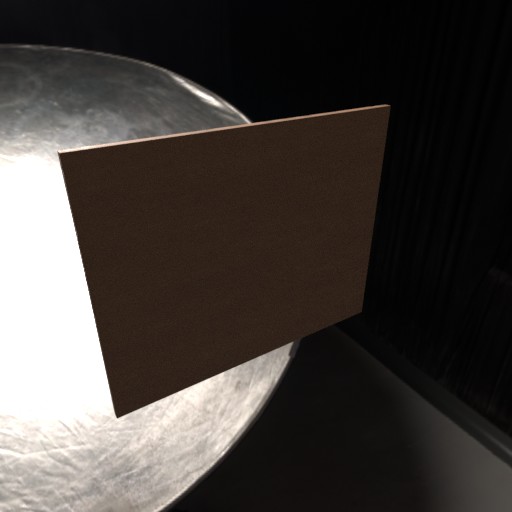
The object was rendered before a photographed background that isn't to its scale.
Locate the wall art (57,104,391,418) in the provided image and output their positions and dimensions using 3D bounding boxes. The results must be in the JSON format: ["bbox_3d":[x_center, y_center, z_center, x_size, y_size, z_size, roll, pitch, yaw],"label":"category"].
[{"bbox_3d":[0.000,0.000,0.698,0.508,0.408,0.012,-17,33,-28],"label":"wall art"}]
